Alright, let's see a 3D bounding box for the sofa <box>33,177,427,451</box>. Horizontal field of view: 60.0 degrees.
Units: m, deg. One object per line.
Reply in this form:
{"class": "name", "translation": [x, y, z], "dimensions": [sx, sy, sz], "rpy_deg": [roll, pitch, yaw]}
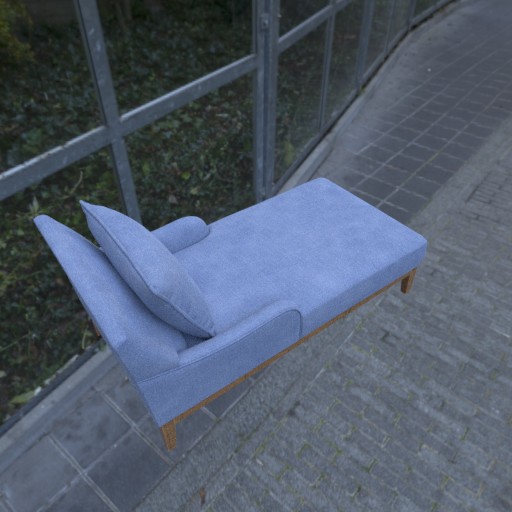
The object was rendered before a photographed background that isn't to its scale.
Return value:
{"class": "sofa", "translation": [0.000, 0.000, 2.311], "dimensions": [1.779, 0.883, 0.904], "rpy_deg": [-26, 47, -27]}
